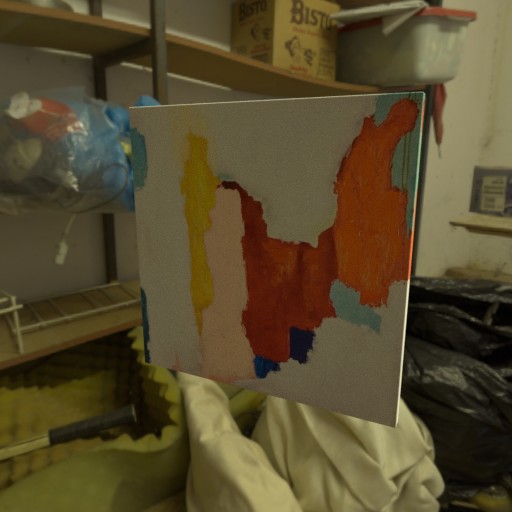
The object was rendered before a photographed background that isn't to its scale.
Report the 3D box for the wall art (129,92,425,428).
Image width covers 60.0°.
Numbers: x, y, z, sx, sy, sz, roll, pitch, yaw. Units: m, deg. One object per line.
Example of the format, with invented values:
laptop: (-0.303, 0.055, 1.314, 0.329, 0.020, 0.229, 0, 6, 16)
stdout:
wall art: (0.000, 0.000, 1.536, 1.017, 1.017, 0.044, 7, 15, 26)
